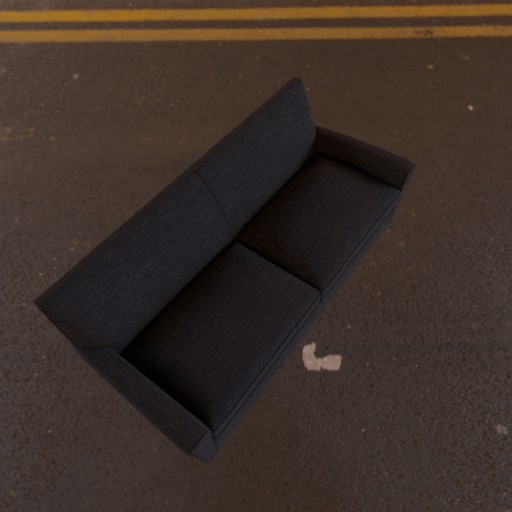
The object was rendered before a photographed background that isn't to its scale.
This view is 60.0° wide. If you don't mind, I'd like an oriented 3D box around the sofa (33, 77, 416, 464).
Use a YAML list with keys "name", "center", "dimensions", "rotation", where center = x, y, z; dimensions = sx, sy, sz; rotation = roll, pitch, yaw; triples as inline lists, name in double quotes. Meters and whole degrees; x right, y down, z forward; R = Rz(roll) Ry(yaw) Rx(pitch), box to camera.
- name: "sofa"
  center: [0.000, 0.000, 2.435]
  dimensions: [0.875, 0.846, 1.976]
  rotation: [32, 62, 19]
